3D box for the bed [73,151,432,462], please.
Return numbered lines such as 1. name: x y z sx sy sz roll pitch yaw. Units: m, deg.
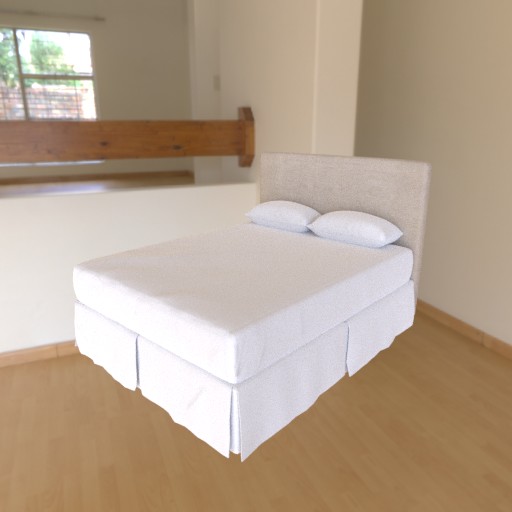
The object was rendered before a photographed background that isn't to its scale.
1. bed: 0.000 0.000 3.246 1.713 1.330 2.162 15 23 40
